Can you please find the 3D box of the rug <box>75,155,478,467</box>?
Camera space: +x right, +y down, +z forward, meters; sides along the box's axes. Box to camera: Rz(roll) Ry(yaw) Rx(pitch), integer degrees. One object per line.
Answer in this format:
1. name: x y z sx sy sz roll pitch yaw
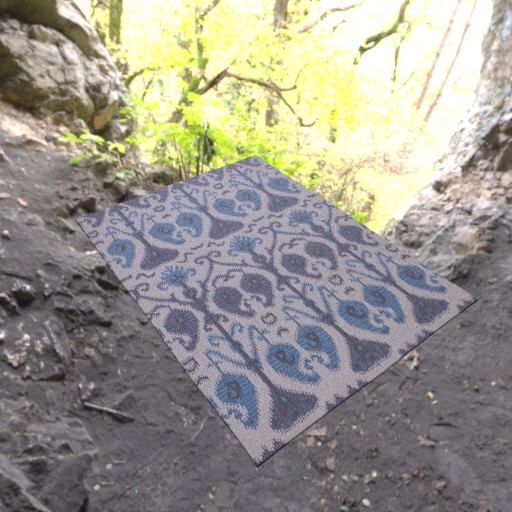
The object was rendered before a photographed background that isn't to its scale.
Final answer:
1. rug: 0.000 0.000 2.983 1.676 0.013 2.261 -26 47 -27
